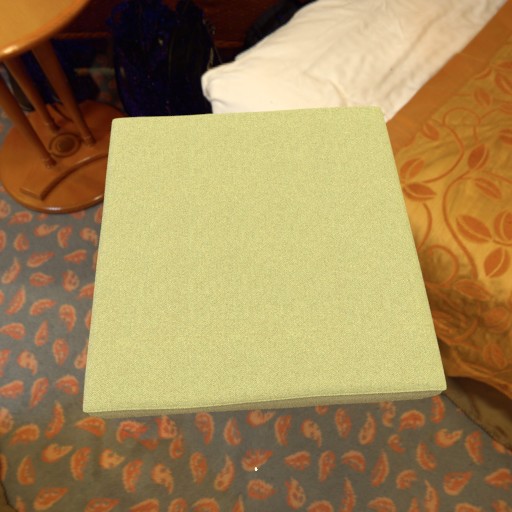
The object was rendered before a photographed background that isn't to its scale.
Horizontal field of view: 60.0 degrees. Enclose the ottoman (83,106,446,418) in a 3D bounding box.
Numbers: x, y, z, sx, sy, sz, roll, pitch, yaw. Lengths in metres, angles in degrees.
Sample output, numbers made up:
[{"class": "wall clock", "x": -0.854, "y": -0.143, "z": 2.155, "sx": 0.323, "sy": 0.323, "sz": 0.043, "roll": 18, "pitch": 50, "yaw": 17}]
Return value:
[{"class": "ottoman", "x": 0.000, "y": 0.000, "z": 1.508, "sx": 0.968, "sy": 0.379, "sz": 1.004, "roll": -3, "pitch": 64, "yaw": -1}]
